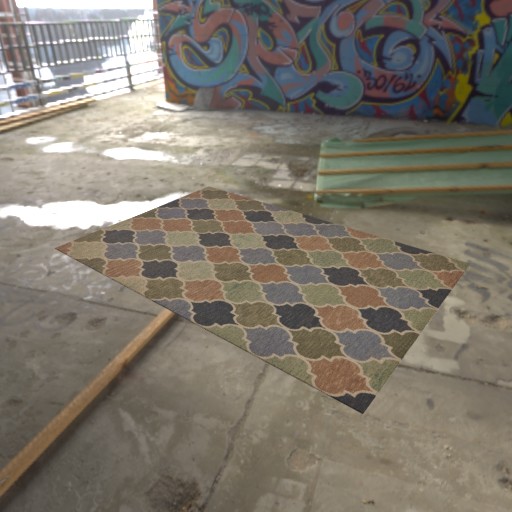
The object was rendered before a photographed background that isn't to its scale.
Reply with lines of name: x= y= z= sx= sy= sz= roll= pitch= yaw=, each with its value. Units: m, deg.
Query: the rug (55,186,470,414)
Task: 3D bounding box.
rug: x=0.000 y=0.000 z=2.338 sx=1.828 sy=0.006 sz=1.216 roll=21 pitch=35 yaw=33
